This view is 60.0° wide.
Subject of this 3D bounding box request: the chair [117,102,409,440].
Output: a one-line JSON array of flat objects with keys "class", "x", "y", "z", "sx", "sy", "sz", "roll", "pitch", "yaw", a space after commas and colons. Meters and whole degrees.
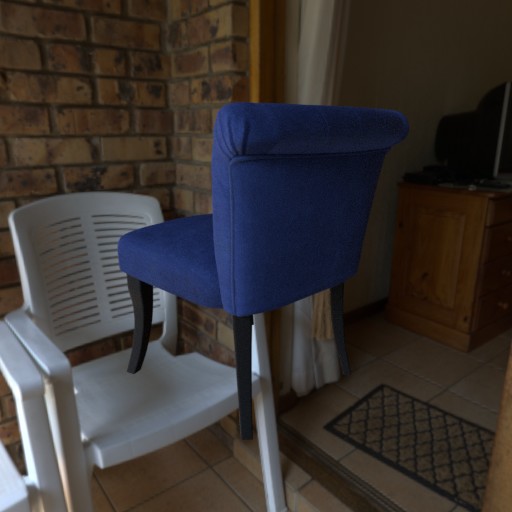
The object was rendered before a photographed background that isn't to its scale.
[{"class": "chair", "x": 0.000, "y": 0.000, "z": 1.201, "sx": 0.585, "sy": 0.753, "sz": 0.606, "roll": -15, "pitch": 22, "yaw": -42}]
